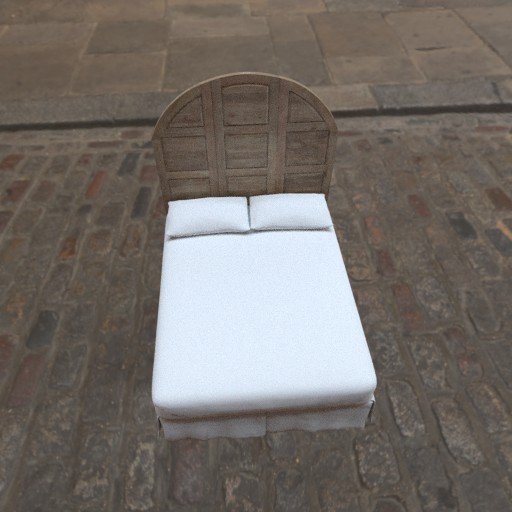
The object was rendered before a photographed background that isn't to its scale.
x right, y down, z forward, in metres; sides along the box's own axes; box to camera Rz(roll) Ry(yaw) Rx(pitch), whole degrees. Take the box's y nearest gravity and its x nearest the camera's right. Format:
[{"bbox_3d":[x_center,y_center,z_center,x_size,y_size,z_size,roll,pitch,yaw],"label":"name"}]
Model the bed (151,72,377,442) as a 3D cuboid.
[{"bbox_3d":[0.000,0.000,3.489,1.713,2.002,2.112,-3,47,-3],"label":"bed"}]
